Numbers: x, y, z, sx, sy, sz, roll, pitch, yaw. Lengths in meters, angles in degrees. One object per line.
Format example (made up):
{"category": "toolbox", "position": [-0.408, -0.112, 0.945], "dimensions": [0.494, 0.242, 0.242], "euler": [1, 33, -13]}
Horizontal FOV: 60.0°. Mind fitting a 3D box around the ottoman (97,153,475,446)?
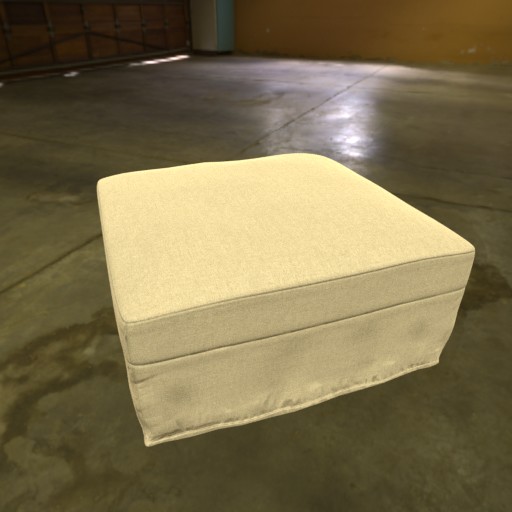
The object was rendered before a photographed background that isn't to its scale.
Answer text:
{"category": "ottoman", "position": [0.000, 0.000, 1.332], "dimensions": [0.843, 0.436, 0.840], "euler": [-10, 31, -17]}
